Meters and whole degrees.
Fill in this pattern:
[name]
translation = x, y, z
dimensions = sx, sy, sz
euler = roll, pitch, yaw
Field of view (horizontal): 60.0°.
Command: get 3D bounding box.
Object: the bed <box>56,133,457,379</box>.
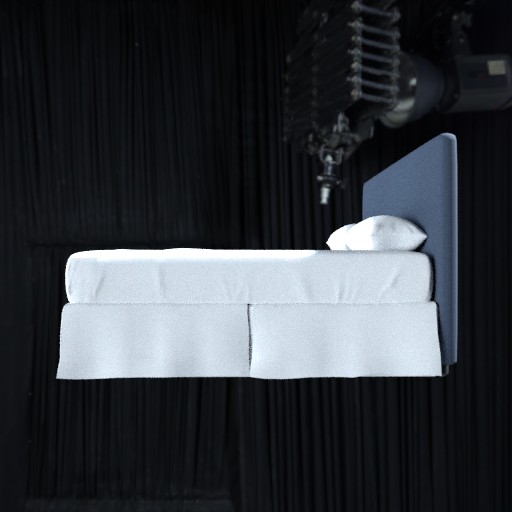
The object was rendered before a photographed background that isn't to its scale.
[bed]
translation = 0.000, 0.000, 3.150
dimensions = 2.162, 1.330, 1.713
euler = 0, 0, -1
